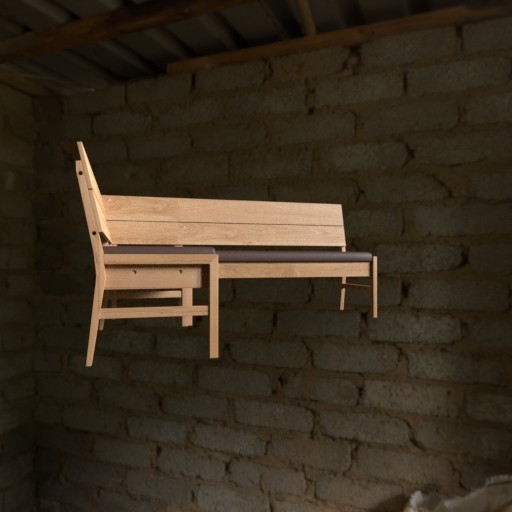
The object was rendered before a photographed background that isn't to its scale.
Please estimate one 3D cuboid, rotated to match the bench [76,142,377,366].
[{"bbox_3d":[0.000,0.000,2.774,1.975,0.890,1.549,0,0,-18],"label":"bench"}]
